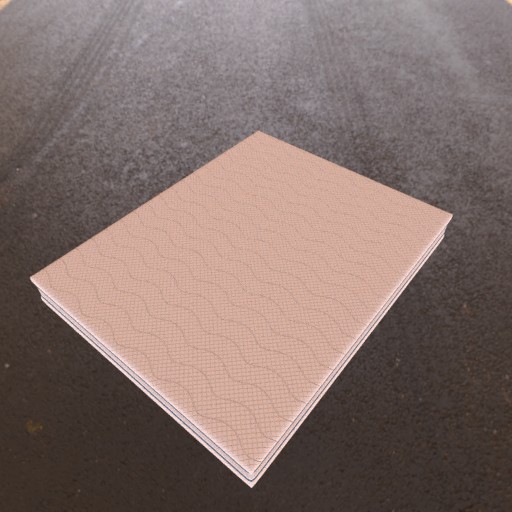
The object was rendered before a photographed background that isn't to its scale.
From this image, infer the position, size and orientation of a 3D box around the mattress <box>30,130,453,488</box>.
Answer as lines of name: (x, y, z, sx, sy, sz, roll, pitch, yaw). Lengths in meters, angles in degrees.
mattress: (0.000, 0.000, 2.704, 1.600, 0.230, 2.000, 31, 54, 26)
